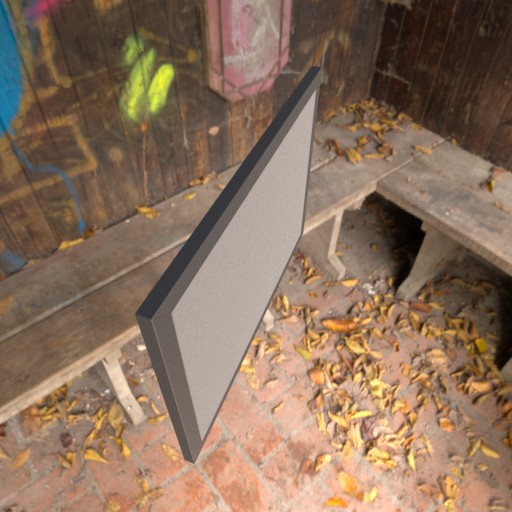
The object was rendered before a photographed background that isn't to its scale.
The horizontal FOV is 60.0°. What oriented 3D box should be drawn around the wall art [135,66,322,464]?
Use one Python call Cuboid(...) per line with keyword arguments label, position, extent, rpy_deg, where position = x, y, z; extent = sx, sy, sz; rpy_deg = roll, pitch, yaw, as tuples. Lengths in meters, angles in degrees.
Cuboid(label="wall art", position=(0.000, 0.000, 0.564), extent=(0.016, 0.306, 0.432), rpy_deg=(16, 49, 15))
